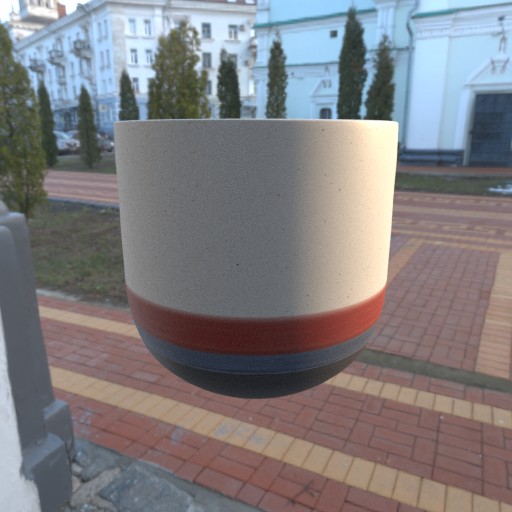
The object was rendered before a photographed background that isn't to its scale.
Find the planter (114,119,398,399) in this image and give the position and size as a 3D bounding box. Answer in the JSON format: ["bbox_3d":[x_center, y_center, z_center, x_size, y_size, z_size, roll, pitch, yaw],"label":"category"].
[{"bbox_3d":[0.000,0.000,0.469,0.268,0.270,0.268,0,16,0],"label":"planter"}]
